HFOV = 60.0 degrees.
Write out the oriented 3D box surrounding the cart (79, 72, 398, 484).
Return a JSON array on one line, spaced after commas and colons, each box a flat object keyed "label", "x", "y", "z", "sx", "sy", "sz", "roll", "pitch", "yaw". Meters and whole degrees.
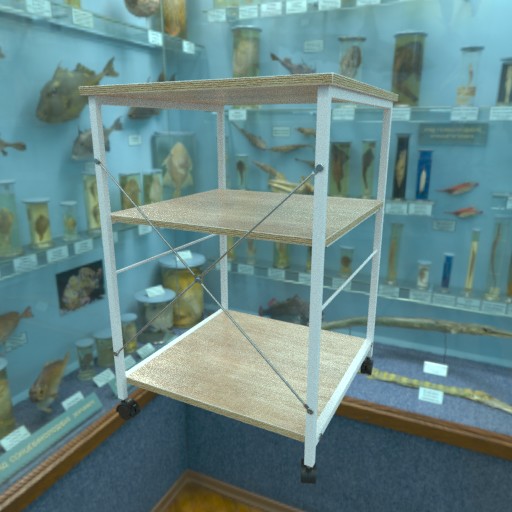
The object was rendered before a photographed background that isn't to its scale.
[{"label": "cart", "x": 0.000, "y": 0.000, "z": 1.090, "sx": 0.521, "sy": 0.762, "sz": 0.520, "roll": 8, "pitch": 18, "yaw": 26}]
